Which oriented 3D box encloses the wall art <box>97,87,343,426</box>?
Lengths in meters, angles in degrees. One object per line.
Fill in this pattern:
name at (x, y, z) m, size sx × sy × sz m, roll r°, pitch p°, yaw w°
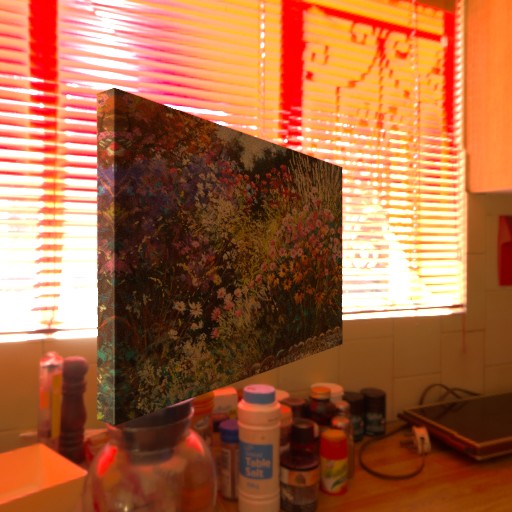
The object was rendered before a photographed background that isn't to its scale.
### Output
wall art at (0.000, 0.000, 0.785) m, size 0.037 × 0.406 × 0.610 m, roll 0°, pitch 0°, yaw 37°
